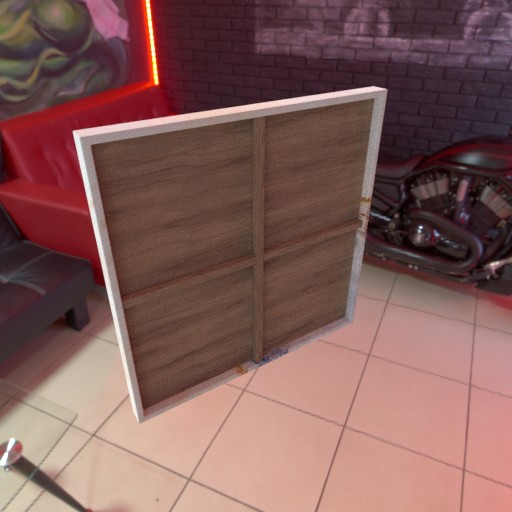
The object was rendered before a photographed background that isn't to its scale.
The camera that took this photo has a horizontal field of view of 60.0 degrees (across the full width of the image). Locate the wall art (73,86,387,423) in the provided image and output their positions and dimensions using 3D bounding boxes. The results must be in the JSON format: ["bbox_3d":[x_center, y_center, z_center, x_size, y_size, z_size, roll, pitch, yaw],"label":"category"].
[{"bbox_3d":[0.000,0.000,1.618,1.061,1.061,0.071,-19,36,-28],"label":"wall art"}]
